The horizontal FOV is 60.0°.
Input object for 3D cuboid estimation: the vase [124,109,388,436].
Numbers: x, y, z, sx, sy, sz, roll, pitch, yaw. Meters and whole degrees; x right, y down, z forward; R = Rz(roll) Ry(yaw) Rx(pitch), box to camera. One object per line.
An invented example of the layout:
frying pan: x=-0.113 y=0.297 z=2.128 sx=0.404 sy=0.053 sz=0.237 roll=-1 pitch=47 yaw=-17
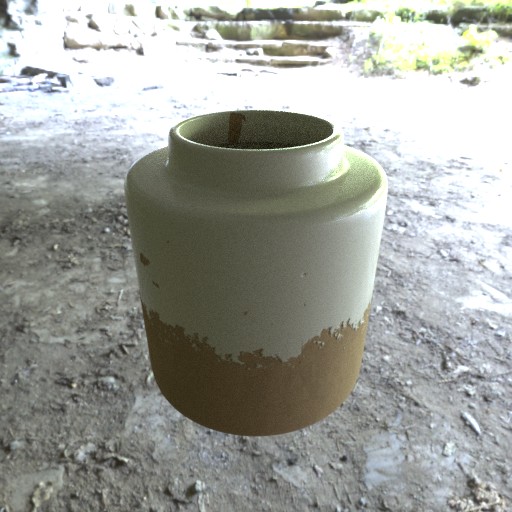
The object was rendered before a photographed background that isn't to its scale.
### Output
vase: x=0.000 y=0.000 z=0.291 sx=0.153 sy=0.167 sz=0.153 roll=0 pitch=30 yaw=0
